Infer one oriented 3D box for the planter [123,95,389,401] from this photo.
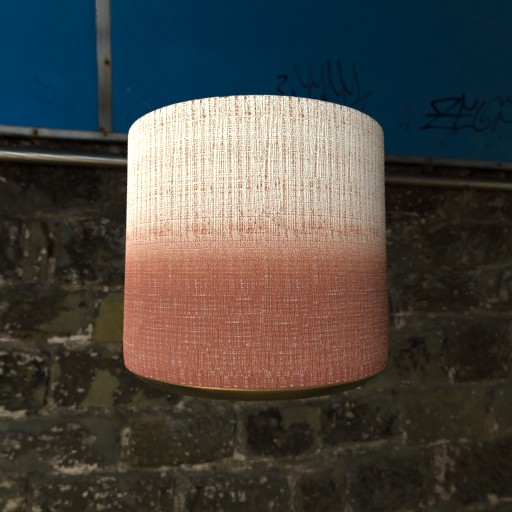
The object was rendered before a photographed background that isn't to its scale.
[{"bbox_3d":[0.000,0.000,0.388,0.221,0.201,0.221,0,-2,0],"label":"planter"}]
